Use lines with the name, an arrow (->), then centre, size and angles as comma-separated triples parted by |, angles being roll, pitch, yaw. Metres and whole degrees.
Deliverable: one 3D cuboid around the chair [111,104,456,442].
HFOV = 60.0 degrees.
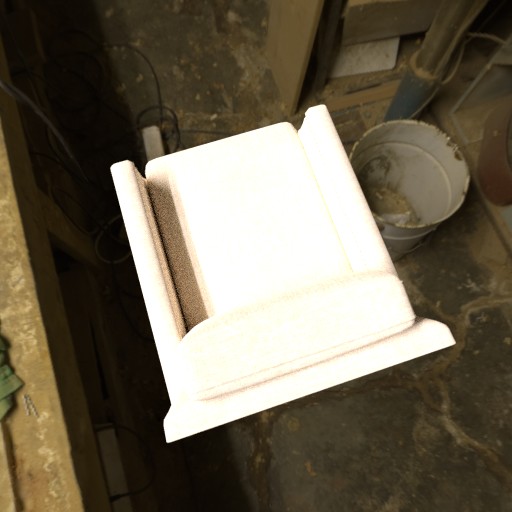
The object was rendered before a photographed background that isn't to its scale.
chair -> 0.000, 0.000, 1.709 | 0.838, 0.940, 1.041 | -17, 75, -5
